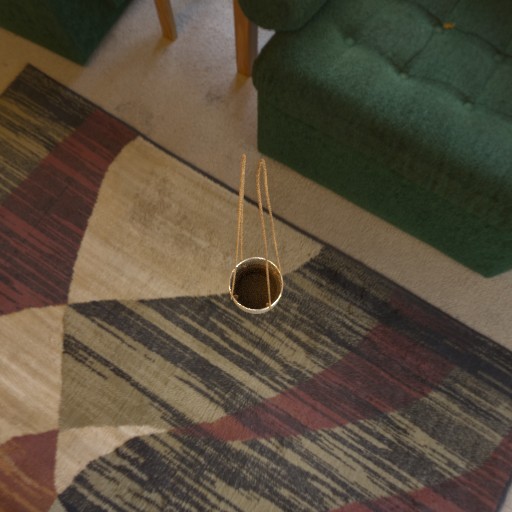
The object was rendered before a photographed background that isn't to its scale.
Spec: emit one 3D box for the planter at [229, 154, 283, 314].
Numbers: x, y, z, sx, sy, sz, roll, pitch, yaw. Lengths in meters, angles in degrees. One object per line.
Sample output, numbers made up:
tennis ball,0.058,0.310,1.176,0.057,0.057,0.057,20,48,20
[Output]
planter,0.000,0.000,1.150,0.187,1.073,0.187,14,76,4
